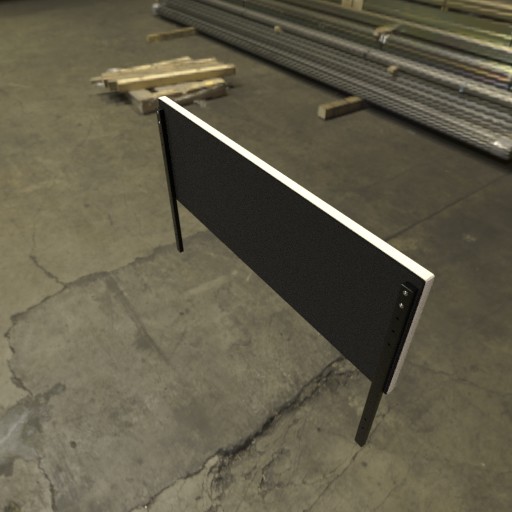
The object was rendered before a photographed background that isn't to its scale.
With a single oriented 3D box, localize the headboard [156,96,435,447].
[{"bbox_3d":[0.000,0.000,2.952,0.120,1.410,2.362,-26,47,-26],"label":"headboard"}]
